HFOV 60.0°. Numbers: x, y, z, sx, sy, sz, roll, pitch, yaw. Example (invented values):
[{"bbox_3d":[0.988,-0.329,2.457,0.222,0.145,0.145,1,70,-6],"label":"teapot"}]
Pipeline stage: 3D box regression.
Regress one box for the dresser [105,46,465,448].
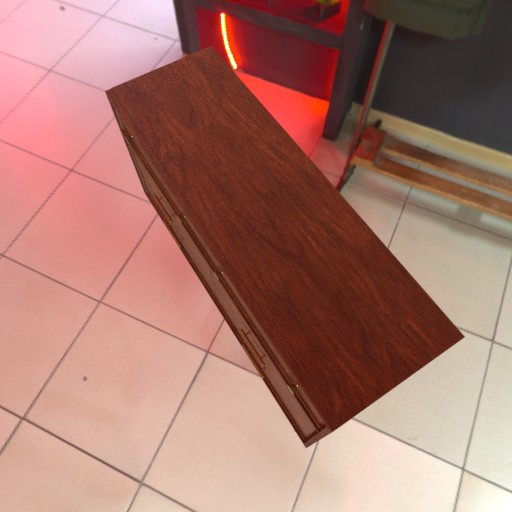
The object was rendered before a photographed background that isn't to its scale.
[{"bbox_3d":[0.000,0.000,1.901,0.500,0.889,1.472,-30,67,-14],"label":"dresser"}]
